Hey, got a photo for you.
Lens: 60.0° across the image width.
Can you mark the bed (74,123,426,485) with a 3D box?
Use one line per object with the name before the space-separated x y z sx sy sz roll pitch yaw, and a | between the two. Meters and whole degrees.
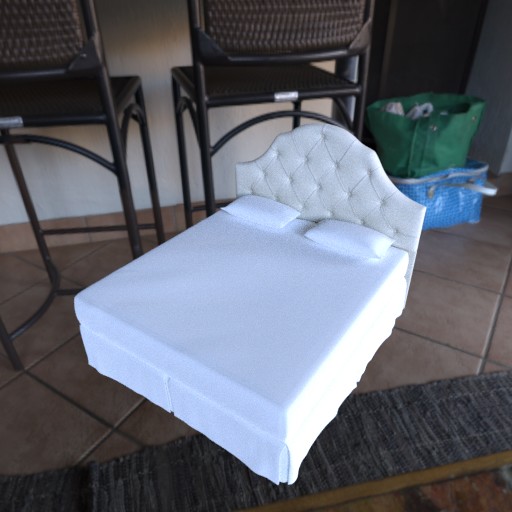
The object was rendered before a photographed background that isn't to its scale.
bed | 0.000 0.000 3.541 2.008 1.615 2.214 20 37 29
